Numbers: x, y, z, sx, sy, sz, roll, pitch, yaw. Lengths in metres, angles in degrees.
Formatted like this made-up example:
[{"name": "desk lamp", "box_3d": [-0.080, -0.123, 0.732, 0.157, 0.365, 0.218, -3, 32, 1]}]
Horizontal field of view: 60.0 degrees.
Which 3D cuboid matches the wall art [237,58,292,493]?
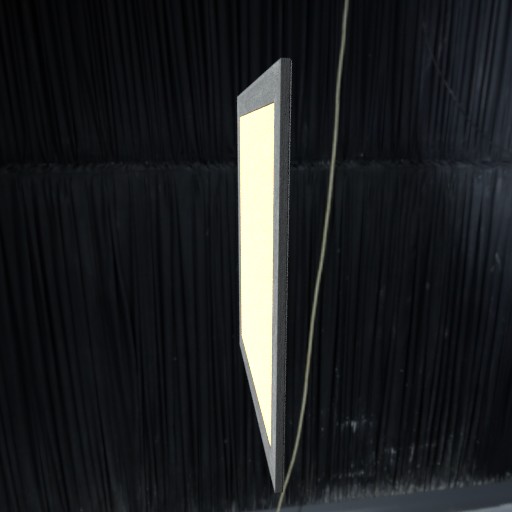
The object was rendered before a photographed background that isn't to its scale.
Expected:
[{"name": "wall art", "box_3d": [0.000, 0.000, 0.783, 0.013, 0.570, 0.476, -2, 15, -8]}]
